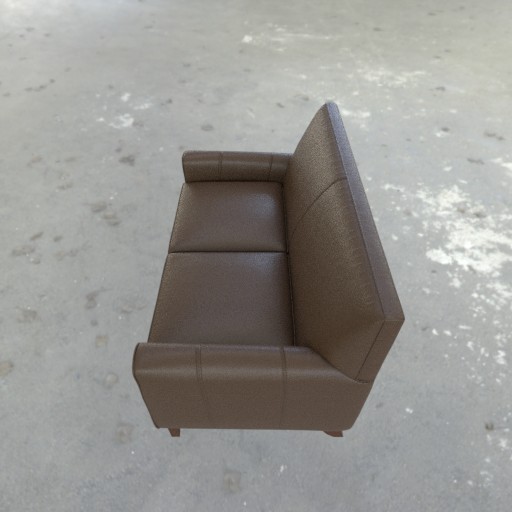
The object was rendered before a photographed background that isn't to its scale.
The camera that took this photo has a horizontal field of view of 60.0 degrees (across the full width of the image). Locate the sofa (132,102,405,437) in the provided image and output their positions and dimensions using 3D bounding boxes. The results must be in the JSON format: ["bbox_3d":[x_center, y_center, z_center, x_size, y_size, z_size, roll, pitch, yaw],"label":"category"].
[{"bbox_3d":[0.000,0.000,2.073,0.853,0.859,1.468,0,42,0],"label":"sofa"}]
